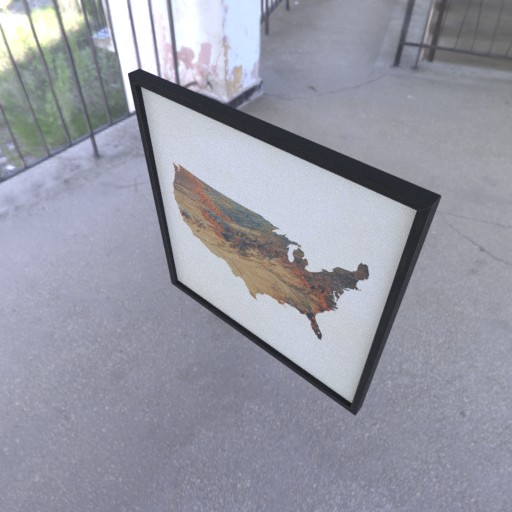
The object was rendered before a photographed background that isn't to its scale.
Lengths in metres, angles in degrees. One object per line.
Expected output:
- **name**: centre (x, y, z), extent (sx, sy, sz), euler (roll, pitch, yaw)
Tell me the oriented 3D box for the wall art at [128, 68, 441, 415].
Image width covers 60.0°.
- **wall art**: centre (0.000, 0.000, 0.461), extent (0.304, 0.303, 0.015), euler (31, 53, 27)
